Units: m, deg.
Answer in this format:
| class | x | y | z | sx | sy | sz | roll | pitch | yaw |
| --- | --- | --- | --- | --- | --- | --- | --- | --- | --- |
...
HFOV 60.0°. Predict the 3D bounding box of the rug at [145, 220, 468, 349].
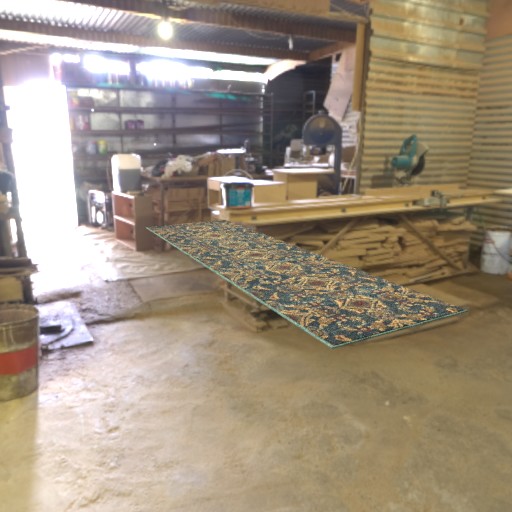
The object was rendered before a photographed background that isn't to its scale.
| class | x | y | z | sx | sy | sz | roll | pitch | yaw |
| --- | --- | --- | --- | --- | --- | --- | --- | --- | --- |
| rug | 0.000 | 0.000 | 2.581 | 0.685 | 0.014 | 2.292 | -8 | 17 | -27 |
